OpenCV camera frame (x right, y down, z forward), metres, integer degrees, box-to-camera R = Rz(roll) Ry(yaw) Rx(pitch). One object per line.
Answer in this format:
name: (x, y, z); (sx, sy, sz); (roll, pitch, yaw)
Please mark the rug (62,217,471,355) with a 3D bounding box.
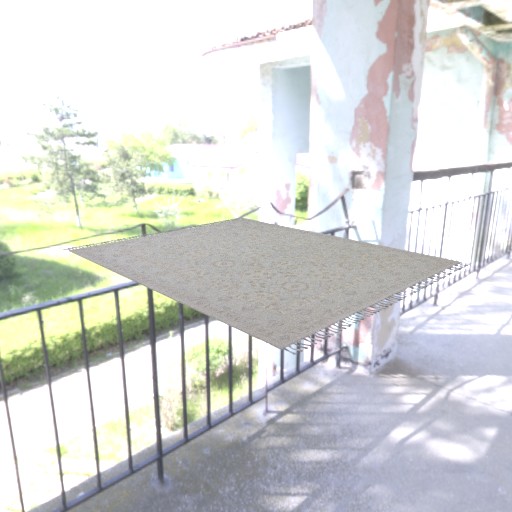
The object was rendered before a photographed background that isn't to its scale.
rug: (0.000, 0.000, 4.179); (2.444, 0.013, 3.043); (-15, 22, -42)
